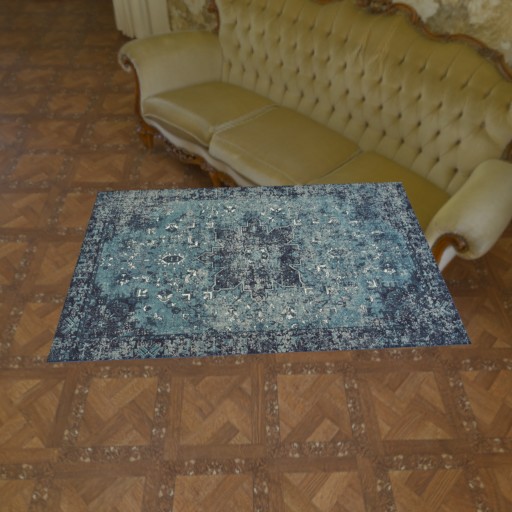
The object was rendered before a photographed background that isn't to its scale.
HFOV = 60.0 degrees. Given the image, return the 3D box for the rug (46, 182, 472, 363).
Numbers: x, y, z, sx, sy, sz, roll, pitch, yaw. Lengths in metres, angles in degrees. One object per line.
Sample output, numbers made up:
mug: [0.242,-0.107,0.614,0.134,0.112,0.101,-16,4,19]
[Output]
rug: [0.000,0.000,3.050,2.440,0.007,1.525,-2,47,-2]
